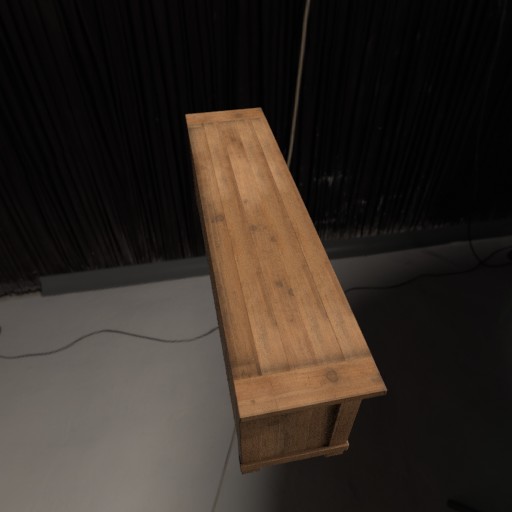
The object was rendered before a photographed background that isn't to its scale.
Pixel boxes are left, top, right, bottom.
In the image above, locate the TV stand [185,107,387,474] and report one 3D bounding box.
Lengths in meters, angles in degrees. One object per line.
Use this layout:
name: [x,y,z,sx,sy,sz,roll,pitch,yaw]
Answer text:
TV stand: [0.000,0.000,2.081,0.453,0.573,1.804,-8,45,-8]
